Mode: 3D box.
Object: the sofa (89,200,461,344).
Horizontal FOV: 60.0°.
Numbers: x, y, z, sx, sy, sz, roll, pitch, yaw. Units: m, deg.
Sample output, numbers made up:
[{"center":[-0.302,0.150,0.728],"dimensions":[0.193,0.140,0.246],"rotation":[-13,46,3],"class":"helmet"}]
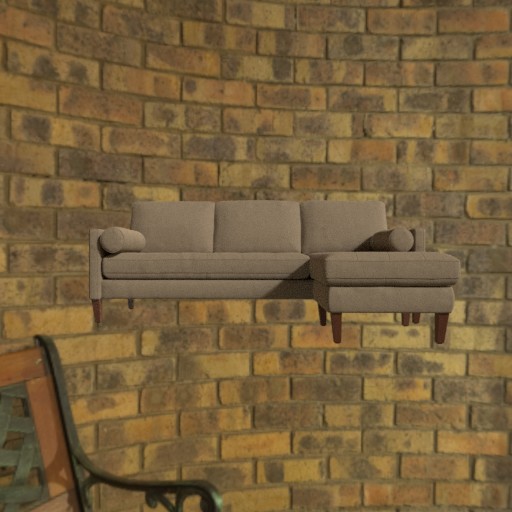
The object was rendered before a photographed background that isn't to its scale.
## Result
[{"center":[0.000,0.000,2.912],"dimensions":[2.178,0.875,1.506],"rotation":[0,0,1],"class":"sofa"}]
